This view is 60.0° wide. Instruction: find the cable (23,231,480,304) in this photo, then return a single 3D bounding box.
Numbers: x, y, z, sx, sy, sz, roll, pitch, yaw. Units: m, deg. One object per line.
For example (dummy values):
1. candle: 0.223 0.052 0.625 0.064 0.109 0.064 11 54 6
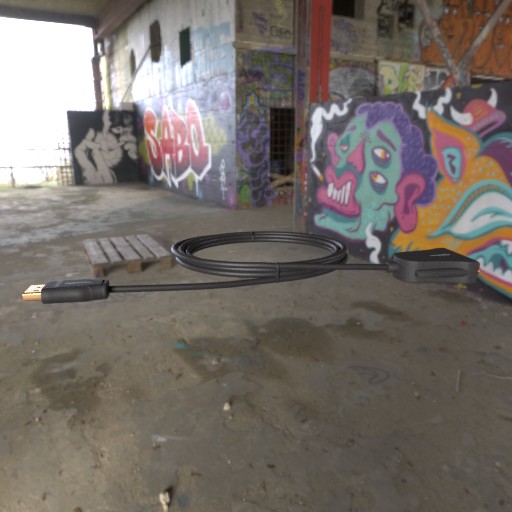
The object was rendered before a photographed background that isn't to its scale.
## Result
1. cable: 0.000 0.000 0.329 0.281 0.015 0.136 -2 15 -9
